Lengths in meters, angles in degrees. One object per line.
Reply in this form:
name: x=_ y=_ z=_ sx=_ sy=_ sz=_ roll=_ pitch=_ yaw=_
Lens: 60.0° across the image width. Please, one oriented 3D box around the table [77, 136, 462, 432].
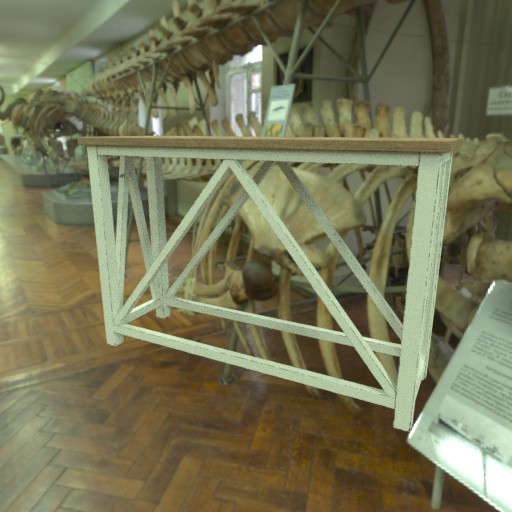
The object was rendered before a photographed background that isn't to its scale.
table: x=0.000 y=0.000 z=1.803 sx=1.400 sy=0.930 sz=0.450 roll=8 pitch=18 yaw=26
